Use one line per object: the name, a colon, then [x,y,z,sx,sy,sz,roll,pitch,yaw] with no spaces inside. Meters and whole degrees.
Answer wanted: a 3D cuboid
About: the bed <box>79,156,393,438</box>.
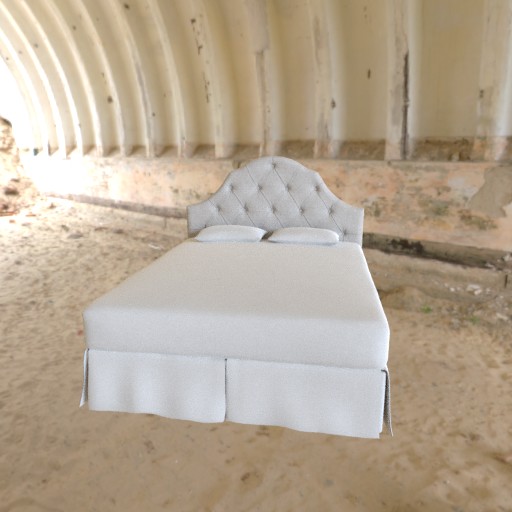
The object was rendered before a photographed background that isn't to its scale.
bed: [0.000,0.000,3.773,2.039,1.617,2.477,2,14,9]
